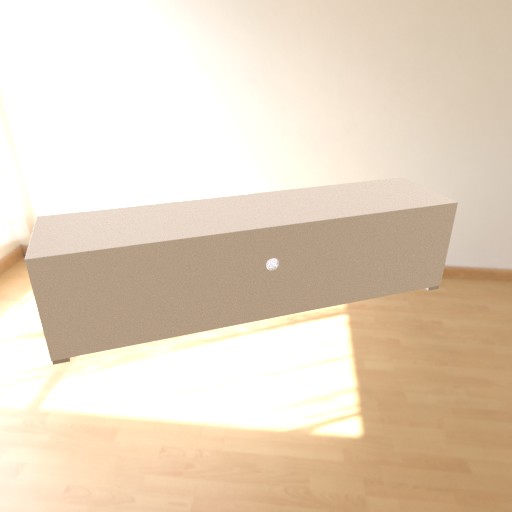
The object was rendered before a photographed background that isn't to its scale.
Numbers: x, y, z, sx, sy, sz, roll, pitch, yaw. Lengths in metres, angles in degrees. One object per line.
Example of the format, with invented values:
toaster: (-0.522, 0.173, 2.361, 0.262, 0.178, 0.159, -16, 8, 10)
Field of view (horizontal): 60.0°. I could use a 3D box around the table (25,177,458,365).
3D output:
table: (0.000, 0.000, 1.872, 1.650, 0.420, 0.390, -9, 28, -17)
